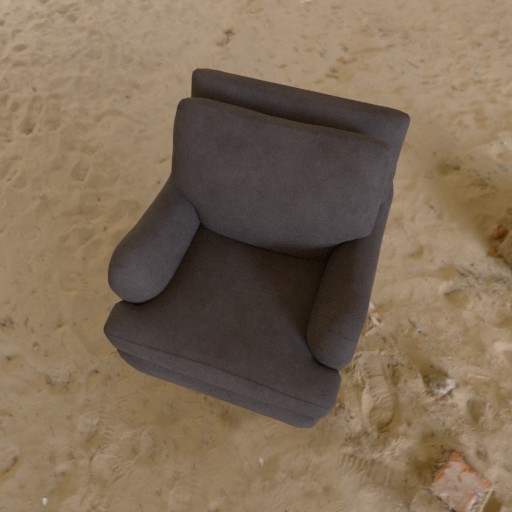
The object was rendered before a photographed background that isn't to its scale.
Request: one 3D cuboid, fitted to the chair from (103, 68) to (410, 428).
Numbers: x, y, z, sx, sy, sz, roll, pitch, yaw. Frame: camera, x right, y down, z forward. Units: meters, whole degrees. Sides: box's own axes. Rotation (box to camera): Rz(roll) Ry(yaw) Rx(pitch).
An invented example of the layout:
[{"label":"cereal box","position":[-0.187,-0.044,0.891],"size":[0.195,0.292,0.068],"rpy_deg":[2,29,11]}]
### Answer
[{"label":"chair","position":[0.000,0.000,1.849],"size":[0.955,0.997,1.070],"rpy_deg":[16,59,10]}]
